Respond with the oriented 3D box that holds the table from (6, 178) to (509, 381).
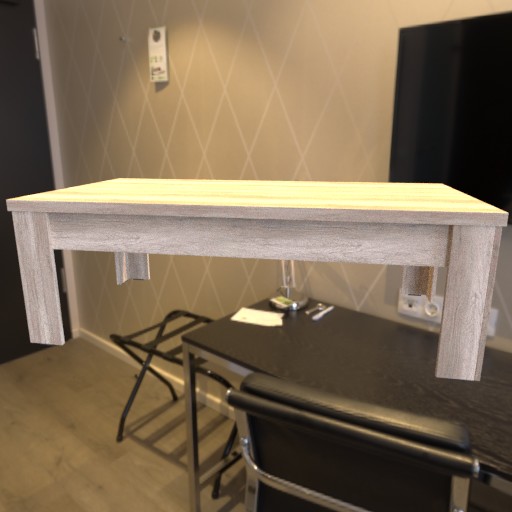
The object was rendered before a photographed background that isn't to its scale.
[{"bbox_3d":[0.000,0.000,1.565,1.350,0.460,0.700,3,15,10],"label":"table"}]
